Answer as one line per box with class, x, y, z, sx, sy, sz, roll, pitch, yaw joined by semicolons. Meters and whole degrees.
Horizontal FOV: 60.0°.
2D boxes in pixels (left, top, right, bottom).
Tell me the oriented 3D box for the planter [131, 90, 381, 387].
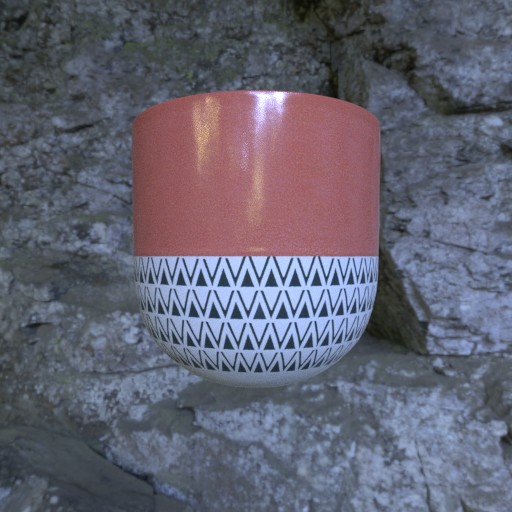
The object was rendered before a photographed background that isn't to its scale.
planter;0.000;0.000;0.492;0.266;0.270;0.266;0;0;0
